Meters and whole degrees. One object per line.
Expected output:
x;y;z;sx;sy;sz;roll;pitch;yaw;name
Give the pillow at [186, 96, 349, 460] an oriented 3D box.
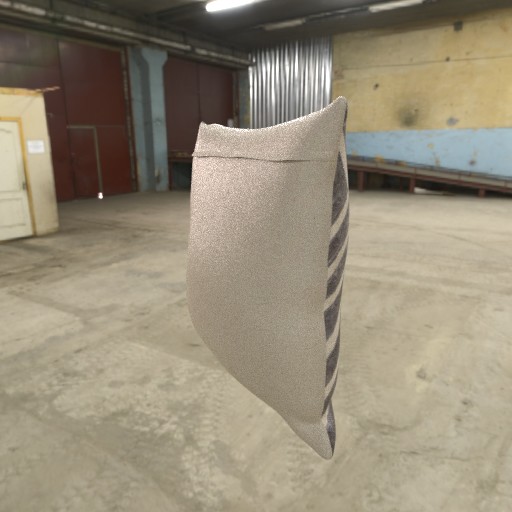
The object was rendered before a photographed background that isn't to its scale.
0.000;0.000;0.702;0.182;0.441;0.440;-7;16;-27;pillow
